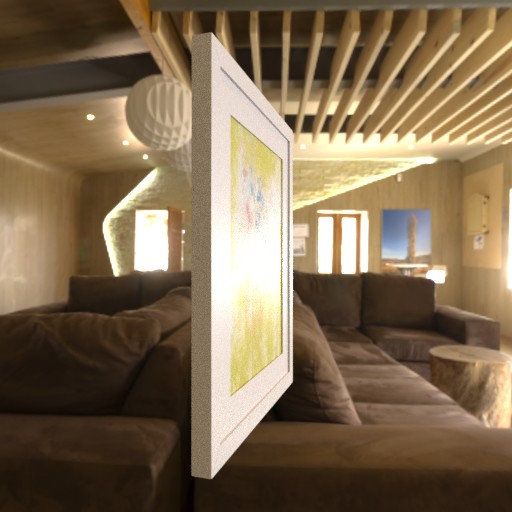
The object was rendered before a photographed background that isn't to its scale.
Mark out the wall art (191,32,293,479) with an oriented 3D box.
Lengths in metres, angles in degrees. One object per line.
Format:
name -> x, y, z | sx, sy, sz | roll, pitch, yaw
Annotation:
wall art -> 0.000, 0.000, 0.770 | 0.028, 0.556, 0.454 | 0, 0, 18
